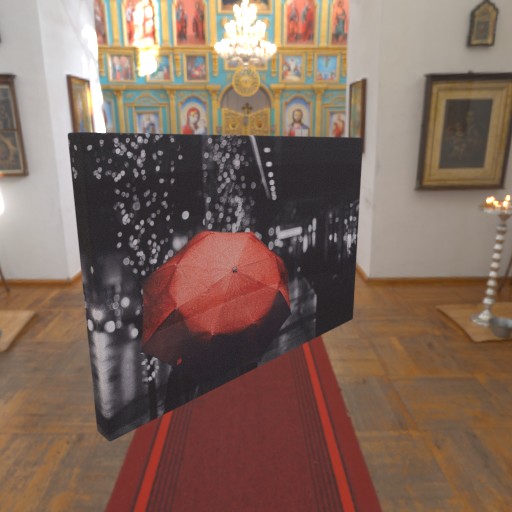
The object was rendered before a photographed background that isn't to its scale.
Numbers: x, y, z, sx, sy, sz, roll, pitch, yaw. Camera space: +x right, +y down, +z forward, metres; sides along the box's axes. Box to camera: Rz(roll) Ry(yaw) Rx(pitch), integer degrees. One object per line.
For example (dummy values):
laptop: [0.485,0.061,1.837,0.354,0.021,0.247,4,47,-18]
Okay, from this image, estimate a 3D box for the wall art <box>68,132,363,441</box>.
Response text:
wall art: [0.000,0.000,0.776,0.037,0.406,0.609,13,19,42]
